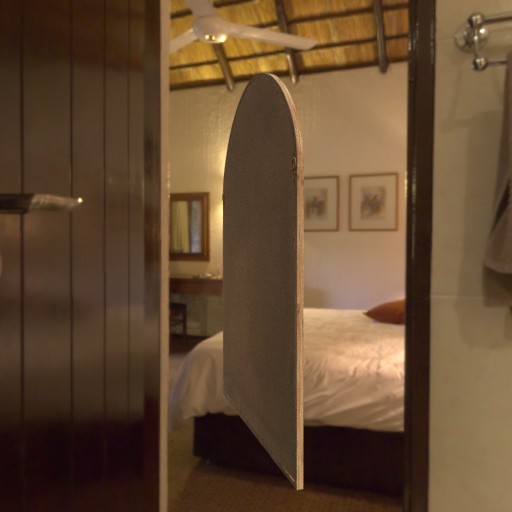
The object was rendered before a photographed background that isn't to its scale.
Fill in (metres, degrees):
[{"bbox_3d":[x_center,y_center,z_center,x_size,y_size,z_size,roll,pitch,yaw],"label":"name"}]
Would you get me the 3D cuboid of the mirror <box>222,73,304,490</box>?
[{"bbox_3d":[0.000,0.000,1.162,0.032,0.915,0.609,0,1,-18],"label":"mirror"}]
